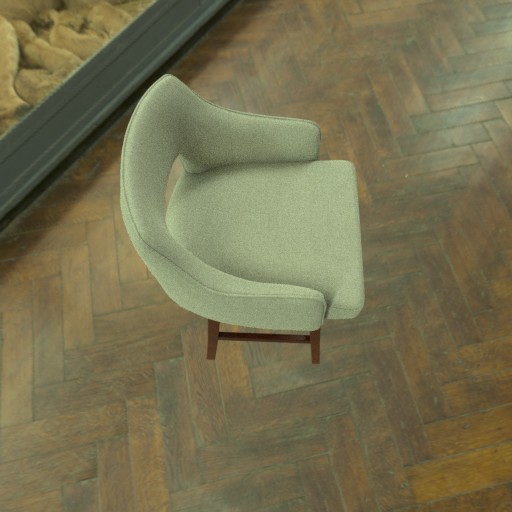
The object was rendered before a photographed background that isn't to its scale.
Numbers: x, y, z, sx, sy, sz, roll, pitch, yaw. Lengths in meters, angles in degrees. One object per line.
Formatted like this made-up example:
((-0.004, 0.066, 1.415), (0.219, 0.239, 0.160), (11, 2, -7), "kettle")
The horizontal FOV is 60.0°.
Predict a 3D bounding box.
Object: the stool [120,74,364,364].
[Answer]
((0.000, 0.000, 1.362), (0.560, 1.041, 0.550), (2, 64, 1), "stool")
